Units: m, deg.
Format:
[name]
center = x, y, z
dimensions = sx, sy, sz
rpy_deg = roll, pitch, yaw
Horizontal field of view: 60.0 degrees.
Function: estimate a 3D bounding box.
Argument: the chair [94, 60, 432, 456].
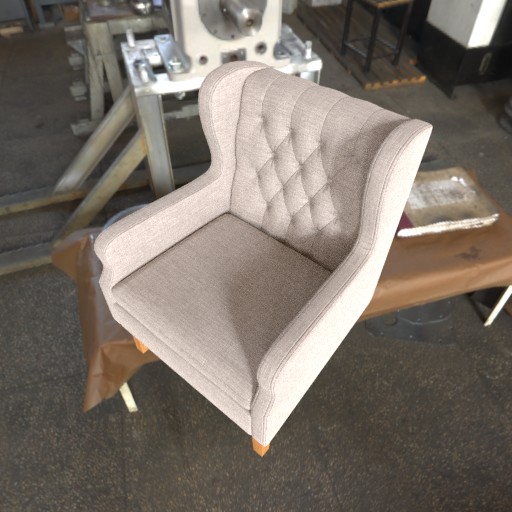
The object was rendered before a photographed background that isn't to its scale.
[chair]
center = 0.000, 0.000, 1.441
dimensions = 0.710, 0.930, 0.760
rpy_deg = 32, 54, 26
